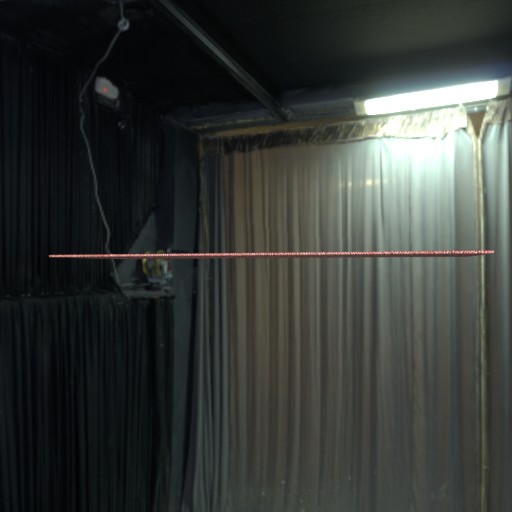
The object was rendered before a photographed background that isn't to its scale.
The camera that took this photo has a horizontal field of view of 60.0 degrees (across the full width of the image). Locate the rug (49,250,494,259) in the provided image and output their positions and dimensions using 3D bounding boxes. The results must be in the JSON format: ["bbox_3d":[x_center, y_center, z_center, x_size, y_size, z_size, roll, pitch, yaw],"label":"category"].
[{"bbox_3d":[0.000,0.000,2.519,2.307,0.012,0.687,0,-1,19],"label":"rug"}]
